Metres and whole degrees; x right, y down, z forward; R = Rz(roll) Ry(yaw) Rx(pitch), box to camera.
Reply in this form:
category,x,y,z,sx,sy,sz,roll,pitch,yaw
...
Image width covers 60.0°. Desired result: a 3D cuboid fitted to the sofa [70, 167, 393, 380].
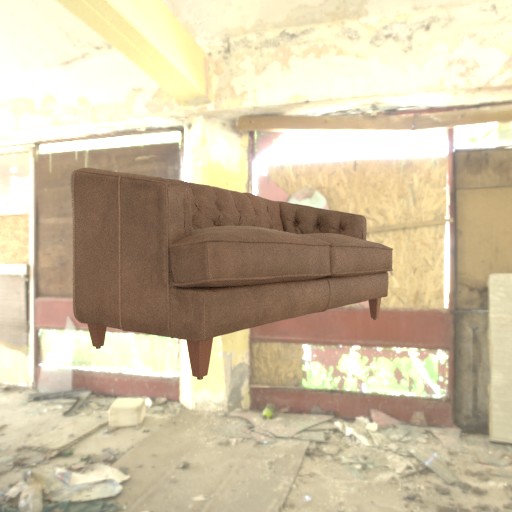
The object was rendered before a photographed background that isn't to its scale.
category,x,y,z,sx,sy,sz,roll,pitch,yaw
sofa,0.000,0.000,2.309,0.917,0.799,1.767,0,0,35
